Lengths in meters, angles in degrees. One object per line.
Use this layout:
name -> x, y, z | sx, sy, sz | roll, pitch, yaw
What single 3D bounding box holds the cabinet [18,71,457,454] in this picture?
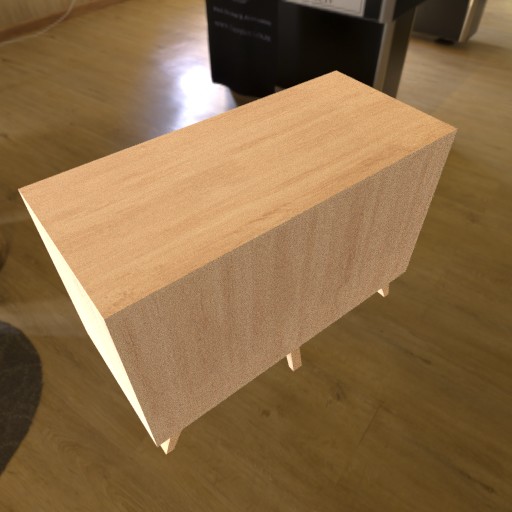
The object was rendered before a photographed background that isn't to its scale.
cabinet -> 0.000, 0.000, 1.483 | 1.110, 0.780, 0.500 | -29, 53, -25
